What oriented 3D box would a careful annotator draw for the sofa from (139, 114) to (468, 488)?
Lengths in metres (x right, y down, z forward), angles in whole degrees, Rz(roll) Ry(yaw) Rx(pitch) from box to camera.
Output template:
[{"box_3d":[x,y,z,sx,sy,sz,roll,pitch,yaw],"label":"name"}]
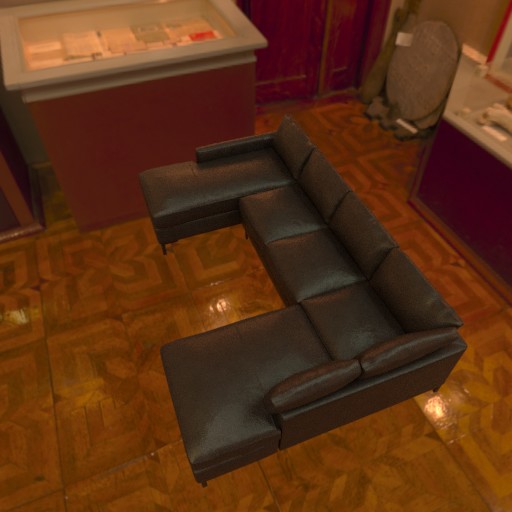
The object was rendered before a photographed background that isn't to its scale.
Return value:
[{"box_3d":[0.000,0.000,3.765,1.939,0.900,2.956,-16,49,-14],"label":"sofa"}]
